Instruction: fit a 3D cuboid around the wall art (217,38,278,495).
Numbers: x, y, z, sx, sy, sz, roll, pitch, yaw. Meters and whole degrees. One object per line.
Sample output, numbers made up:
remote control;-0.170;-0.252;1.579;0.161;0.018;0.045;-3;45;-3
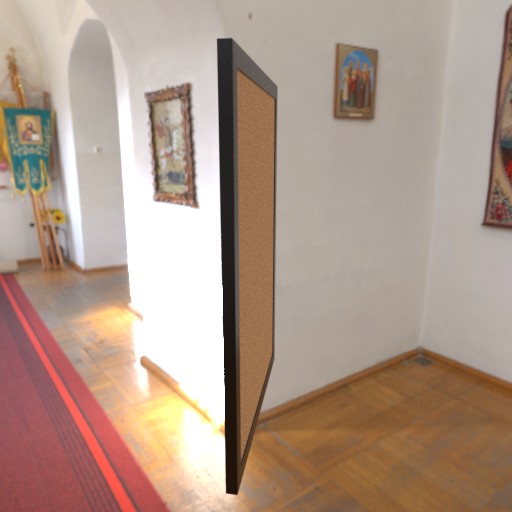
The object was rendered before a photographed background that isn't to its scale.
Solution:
wall art;0.000;0.000;0.550;0.013;0.432;0.304;2;14;9
